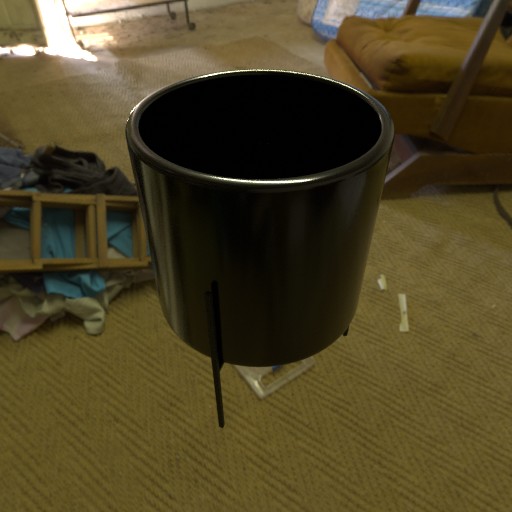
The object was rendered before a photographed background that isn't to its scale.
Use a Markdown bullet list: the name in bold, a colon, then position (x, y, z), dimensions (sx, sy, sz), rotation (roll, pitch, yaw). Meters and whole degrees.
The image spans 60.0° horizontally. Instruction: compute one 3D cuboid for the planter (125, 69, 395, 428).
- **planter**: position (0.000, 0.000, 0.645), dimensions (0.310, 0.432, 0.310), rotation (26, 48, 26)
